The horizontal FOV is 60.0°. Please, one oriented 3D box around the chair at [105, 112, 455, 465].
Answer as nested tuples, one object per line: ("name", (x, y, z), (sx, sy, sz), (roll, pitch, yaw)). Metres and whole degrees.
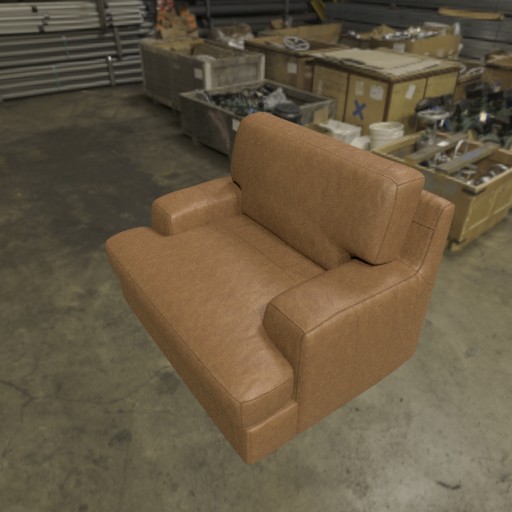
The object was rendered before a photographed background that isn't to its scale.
("chair", (0.000, 0.000, 2.001), (1.050, 0.978, 1.276), (-21, 39, -29))
